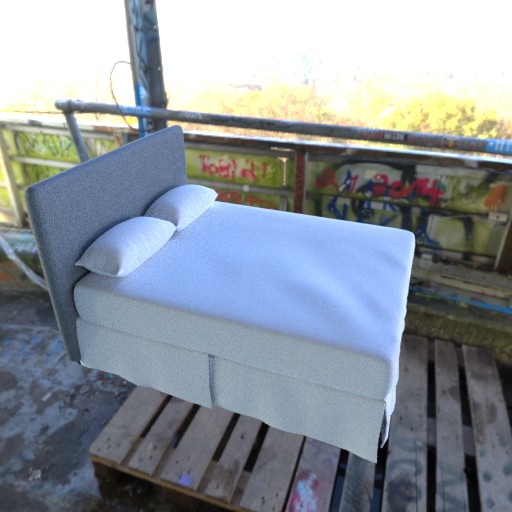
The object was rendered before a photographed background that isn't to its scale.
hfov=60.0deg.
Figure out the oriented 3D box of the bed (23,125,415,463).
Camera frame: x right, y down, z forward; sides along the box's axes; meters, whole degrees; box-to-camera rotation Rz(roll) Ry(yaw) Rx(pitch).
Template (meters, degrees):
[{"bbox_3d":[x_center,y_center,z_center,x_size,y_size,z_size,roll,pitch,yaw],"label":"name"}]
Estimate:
[{"bbox_3d":[0.000,0.000,3.099,2.142,1.330,1.723,11,31,18],"label":"bed"}]
